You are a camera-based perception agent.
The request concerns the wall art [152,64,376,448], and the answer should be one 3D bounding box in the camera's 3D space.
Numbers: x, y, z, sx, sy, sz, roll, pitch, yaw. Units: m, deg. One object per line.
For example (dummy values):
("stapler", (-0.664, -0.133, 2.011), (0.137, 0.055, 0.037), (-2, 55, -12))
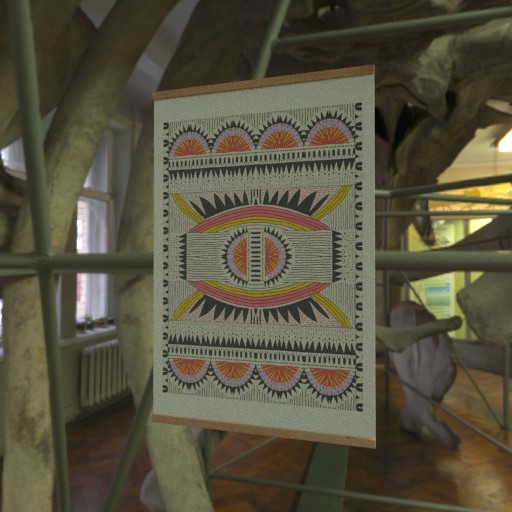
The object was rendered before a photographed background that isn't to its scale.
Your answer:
("wall art", (0.000, 0.000, 1.928), (0.999, 1.533, 0.028), (0, -1, 17))
